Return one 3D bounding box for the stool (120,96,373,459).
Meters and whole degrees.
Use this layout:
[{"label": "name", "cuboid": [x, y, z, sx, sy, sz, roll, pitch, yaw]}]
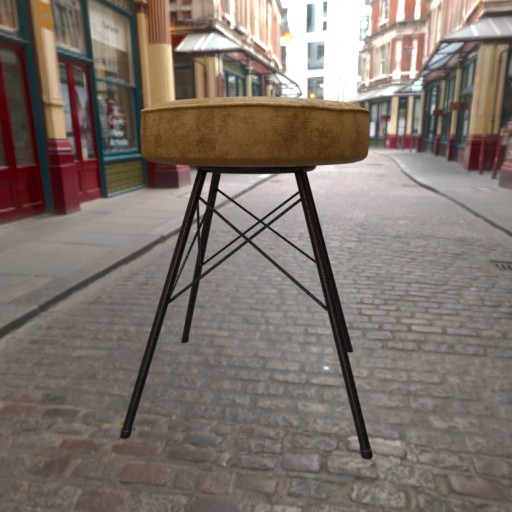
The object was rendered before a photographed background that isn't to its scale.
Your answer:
[{"label": "stool", "cuboid": [0.000, 0.000, 0.910, 0.472, 0.595, 0.438, 2, 15, 9]}]
